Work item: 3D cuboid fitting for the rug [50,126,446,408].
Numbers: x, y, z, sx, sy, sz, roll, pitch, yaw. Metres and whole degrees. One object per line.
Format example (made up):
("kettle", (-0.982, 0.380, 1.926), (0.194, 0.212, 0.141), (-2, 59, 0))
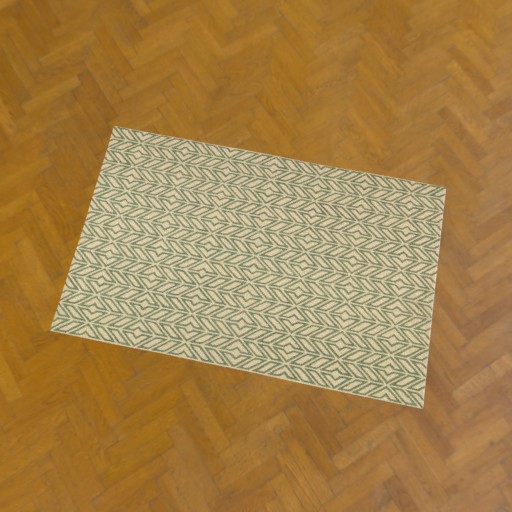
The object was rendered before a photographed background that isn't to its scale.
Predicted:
("rug", (0.000, 0.000, 3.010), (2.435, 0.011, 1.517), (11, 76, 3))
